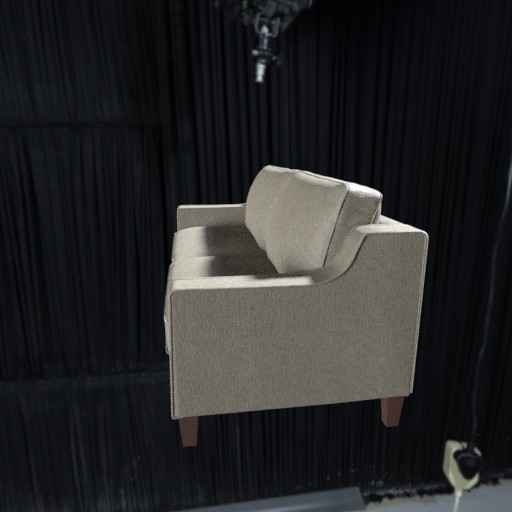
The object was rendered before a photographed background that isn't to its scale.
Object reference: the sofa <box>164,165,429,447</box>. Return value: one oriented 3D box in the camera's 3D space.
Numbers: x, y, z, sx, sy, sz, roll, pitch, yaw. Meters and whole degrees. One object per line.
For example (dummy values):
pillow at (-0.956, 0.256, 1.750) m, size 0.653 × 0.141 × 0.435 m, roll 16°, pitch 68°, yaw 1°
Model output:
sofa at (0.000, 0.000, 2.793) m, size 1.073 × 1.074 × 2.181 m, roll -2°, pitch 15°, yaw -9°
